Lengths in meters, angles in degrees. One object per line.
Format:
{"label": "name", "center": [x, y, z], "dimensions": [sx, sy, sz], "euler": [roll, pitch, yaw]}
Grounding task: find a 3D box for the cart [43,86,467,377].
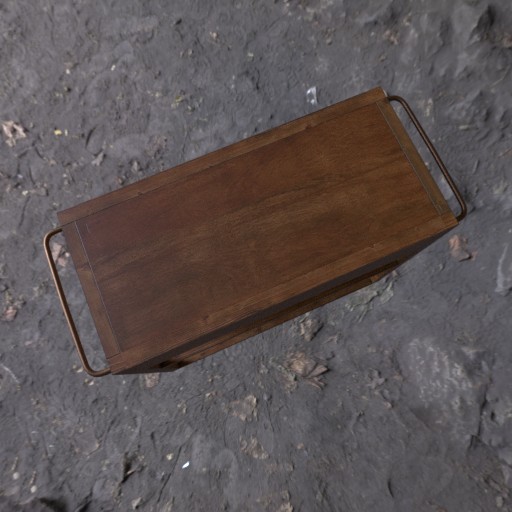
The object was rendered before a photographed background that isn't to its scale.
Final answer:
{"label": "cart", "center": [0.000, 0.000, 1.512], "dimensions": [1.065, 0.830, 0.445], "euler": [-23, 77, -6]}
